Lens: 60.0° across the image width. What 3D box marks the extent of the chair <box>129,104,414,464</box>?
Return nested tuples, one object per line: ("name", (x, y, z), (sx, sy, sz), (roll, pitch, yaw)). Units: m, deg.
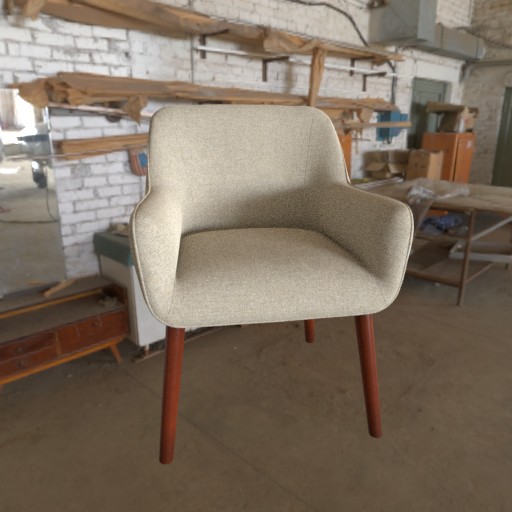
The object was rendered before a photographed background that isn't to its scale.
("chair", (0.000, 0.000, 1.228), (0.610, 0.813, 0.610), (-3, 17, -9))
